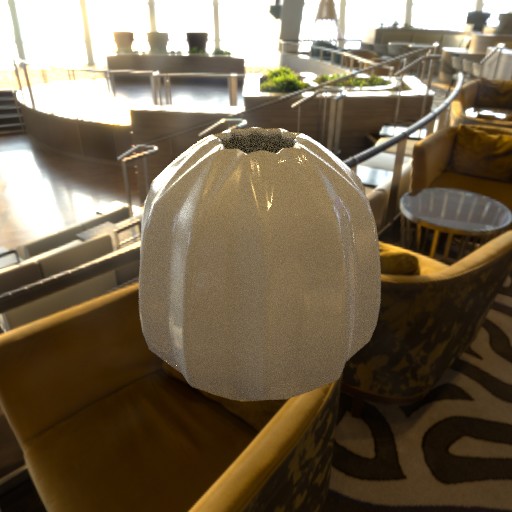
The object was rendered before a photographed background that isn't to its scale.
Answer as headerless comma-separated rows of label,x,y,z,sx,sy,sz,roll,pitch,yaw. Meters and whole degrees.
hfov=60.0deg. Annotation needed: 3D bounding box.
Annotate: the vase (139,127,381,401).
vase,0.000,0.000,0.253,0.139,0.134,0.139,0,30,0
